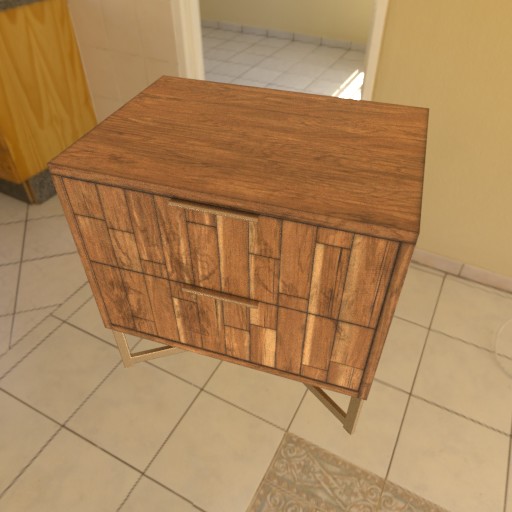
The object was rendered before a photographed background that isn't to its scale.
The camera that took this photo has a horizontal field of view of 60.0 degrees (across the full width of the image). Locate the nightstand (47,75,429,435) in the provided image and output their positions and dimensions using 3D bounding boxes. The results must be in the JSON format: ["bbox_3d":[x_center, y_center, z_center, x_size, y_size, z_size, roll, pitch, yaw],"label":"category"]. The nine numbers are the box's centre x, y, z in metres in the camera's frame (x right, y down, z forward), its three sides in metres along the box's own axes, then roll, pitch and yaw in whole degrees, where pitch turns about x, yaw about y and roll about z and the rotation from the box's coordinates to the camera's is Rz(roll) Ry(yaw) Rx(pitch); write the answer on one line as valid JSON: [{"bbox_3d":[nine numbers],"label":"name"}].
[{"bbox_3d":[0.000,0.000,1.032,0.610,0.610,0.446,12,43,13],"label":"nightstand"}]
